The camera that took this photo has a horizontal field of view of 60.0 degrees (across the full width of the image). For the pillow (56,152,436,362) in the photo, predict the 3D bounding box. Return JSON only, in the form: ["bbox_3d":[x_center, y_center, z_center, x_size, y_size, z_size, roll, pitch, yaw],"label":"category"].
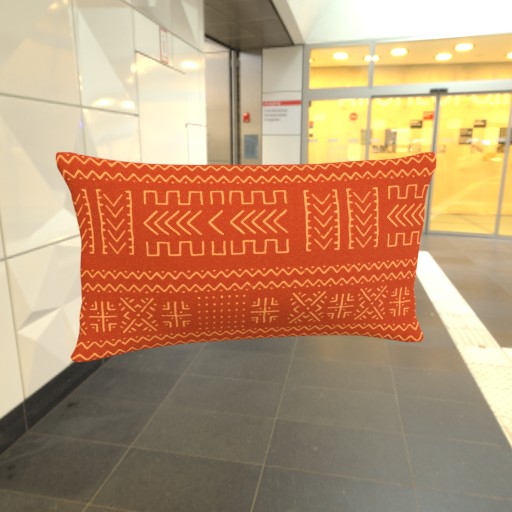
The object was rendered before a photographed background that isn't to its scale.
[{"bbox_3d":[0.000,0.000,0.770,0.640,0.352,0.130,-2,14,-8],"label":"pillow"}]
